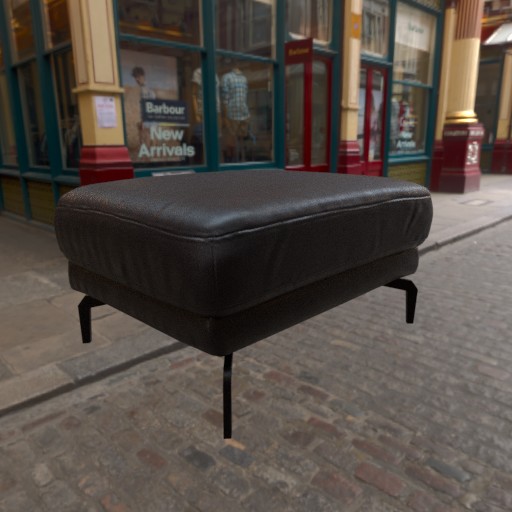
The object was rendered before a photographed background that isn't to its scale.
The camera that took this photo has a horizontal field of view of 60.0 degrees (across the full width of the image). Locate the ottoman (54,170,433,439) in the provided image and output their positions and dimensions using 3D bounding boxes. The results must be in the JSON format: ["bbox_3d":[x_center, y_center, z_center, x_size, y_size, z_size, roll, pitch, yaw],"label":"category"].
[{"bbox_3d":[0.000,0.000,1.083,0.570,0.402,0.764,14,20,42],"label":"ottoman"}]
